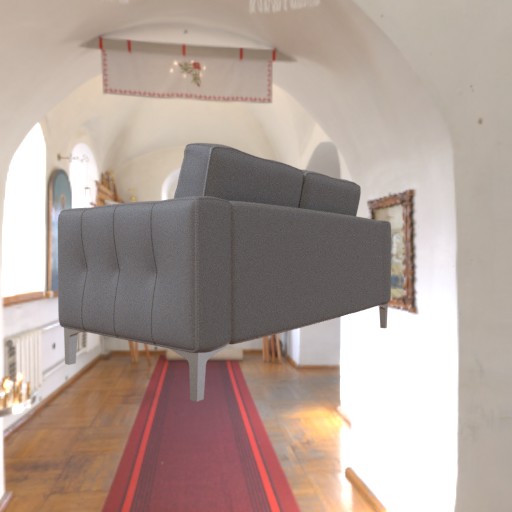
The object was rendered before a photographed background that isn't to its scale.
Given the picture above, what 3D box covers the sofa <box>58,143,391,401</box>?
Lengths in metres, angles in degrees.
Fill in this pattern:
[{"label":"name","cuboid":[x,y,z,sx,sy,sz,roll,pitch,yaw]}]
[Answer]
[{"label":"sofa","cuboid":[0.000,0.000,2.279,0.833,0.892,1.726,1,1,37]}]
